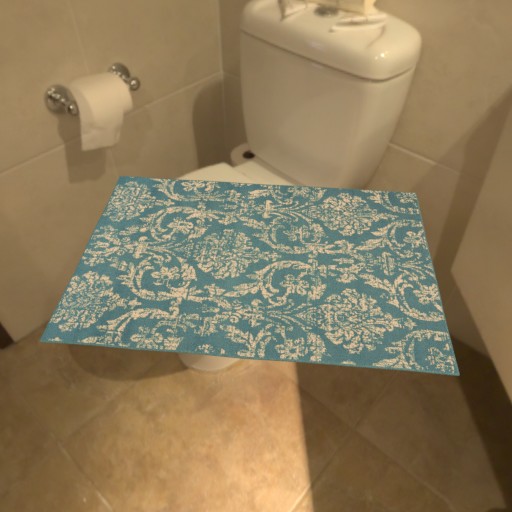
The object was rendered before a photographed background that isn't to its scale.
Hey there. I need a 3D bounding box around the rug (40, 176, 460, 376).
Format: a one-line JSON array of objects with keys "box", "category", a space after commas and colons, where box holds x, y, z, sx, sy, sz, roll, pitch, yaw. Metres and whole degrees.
[{"box": [0.000, 0.000, 2.330, 1.833, 0.012, 1.211, 4, 48, 3], "category": "rug"}]
